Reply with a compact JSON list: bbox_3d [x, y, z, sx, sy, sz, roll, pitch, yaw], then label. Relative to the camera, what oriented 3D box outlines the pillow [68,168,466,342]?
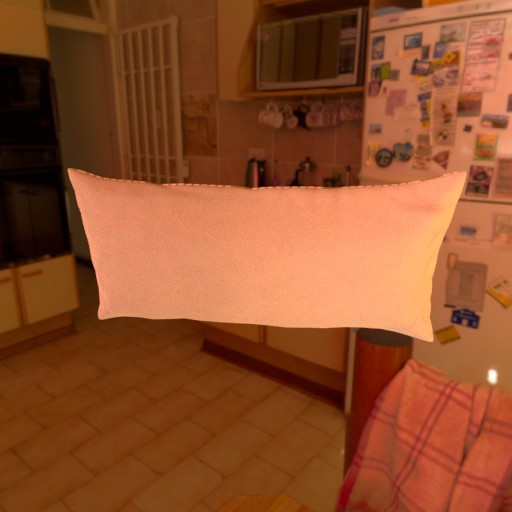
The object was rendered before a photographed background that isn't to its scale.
[{"bbox_3d":[0.000,0.000,0.736,0.608,0.292,0.156,2,16,8],"label":"pillow"}]
